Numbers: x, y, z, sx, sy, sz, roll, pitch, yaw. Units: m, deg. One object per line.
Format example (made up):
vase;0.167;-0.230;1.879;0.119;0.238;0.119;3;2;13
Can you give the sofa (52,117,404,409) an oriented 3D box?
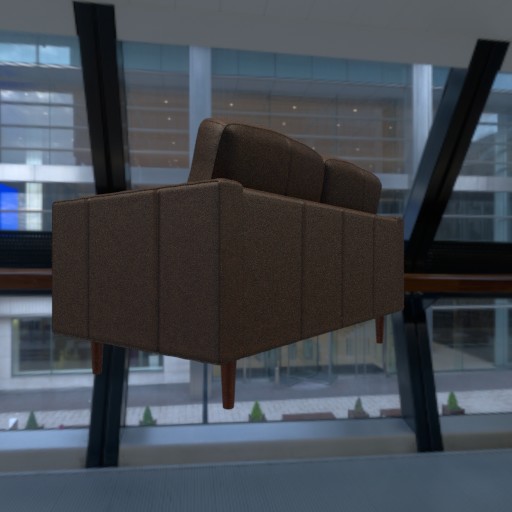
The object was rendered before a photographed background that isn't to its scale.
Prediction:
sofa;0.000;0.000;2.121;0.909;0.951;1.578;0;0;36
